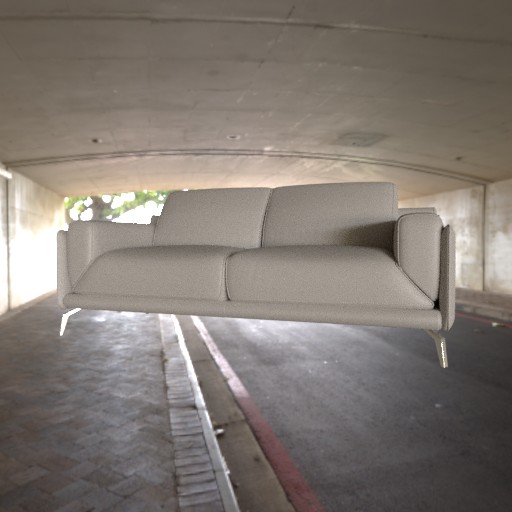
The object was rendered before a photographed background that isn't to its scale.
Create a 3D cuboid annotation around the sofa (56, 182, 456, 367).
[{"bbox_3d":[0.000,0.000,2.605,2.101,0.930,1.049,0,1,19],"label":"sofa"}]
